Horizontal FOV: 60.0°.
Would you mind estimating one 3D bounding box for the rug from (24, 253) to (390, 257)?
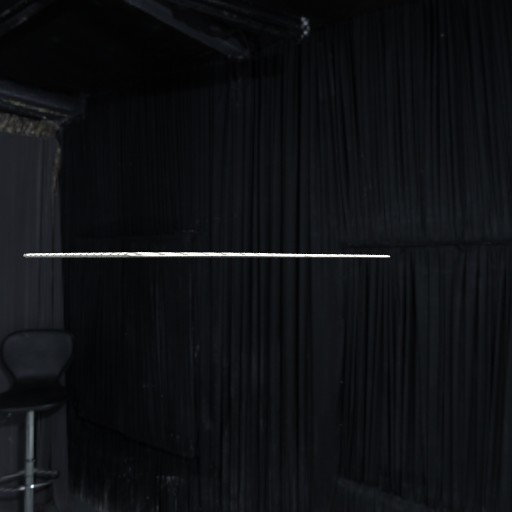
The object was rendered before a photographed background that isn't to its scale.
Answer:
[{"bbox_3d":[0.000,0.000,2.719,0.773,0.020,2.439,0,0,37],"label":"rug"}]
